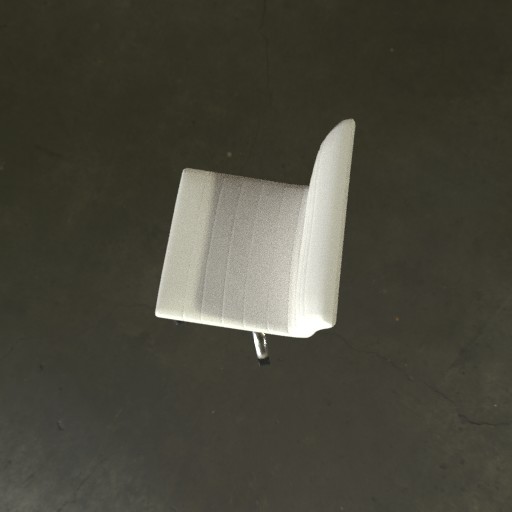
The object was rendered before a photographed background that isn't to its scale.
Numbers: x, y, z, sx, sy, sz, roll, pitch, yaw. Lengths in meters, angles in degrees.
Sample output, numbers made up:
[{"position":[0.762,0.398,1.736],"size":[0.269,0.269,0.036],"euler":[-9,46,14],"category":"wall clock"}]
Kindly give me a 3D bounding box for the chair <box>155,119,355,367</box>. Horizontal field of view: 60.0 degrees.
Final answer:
[{"position":[0.000,0.000,1.156],"size":[0.530,0.780,0.556],"euler":[8,76,2],"category":"chair"}]
